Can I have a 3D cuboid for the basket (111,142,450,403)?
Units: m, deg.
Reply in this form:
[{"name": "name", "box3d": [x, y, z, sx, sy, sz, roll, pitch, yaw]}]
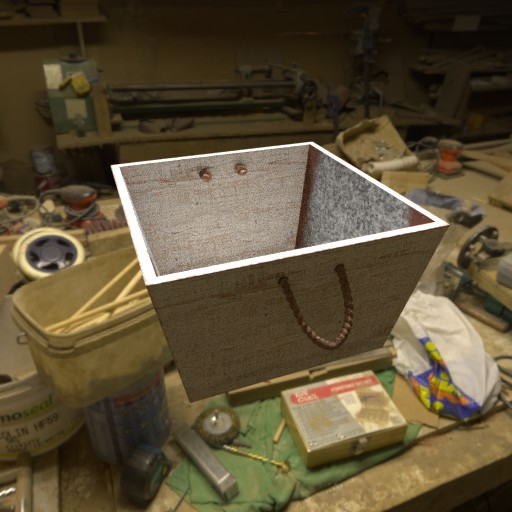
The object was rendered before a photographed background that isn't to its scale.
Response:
[{"name": "basket", "box3d": [0.000, 0.000, 0.774, 0.413, 0.247, 0.545, -11, 33, -18]}]
